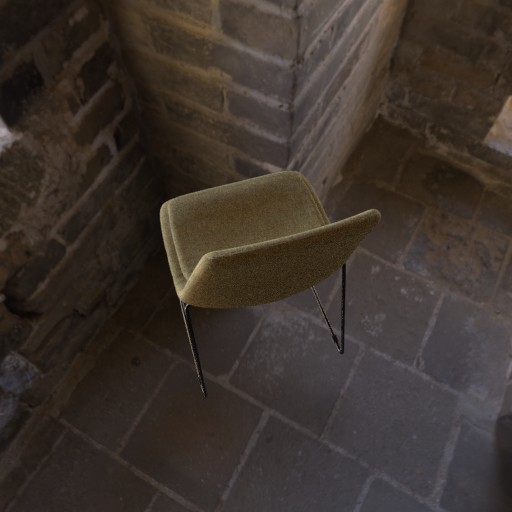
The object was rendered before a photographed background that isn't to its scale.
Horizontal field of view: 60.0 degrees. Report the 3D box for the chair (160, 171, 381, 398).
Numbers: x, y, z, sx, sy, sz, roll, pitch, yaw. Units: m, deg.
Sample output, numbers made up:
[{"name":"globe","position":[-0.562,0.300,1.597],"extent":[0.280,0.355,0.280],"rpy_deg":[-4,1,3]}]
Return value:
[{"name":"chair","position":[0.000,0.000,1.178],"extent":[0.479,0.849,0.496],"rpy_deg":[-15,60,-9]}]
